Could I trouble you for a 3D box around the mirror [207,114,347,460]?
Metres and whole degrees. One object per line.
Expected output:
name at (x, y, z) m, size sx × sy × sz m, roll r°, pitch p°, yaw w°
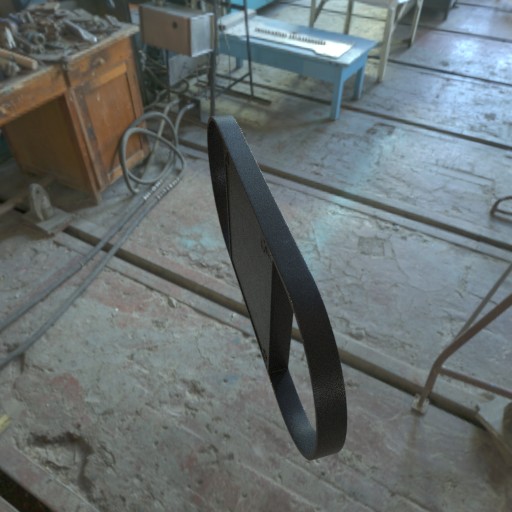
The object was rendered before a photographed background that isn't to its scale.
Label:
mirror at (0.000, 0.000, 0.659) m, size 0.032 × 0.254 × 0.584 m, roll -11°, pitch 46°, yaw -11°
